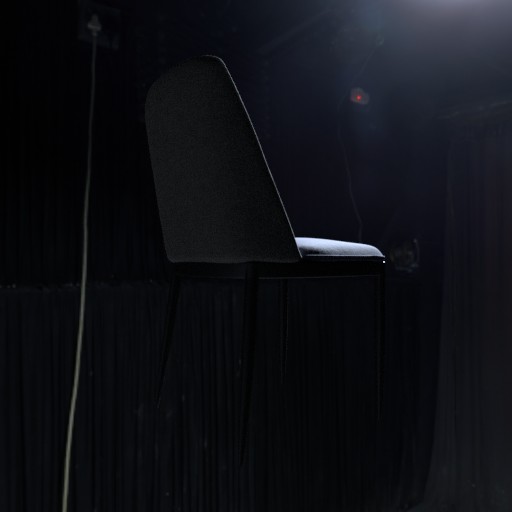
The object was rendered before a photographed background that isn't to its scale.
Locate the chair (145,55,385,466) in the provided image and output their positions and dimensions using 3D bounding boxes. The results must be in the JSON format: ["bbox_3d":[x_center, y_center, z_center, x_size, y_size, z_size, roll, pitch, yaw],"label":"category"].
[{"bbox_3d":[0.000,0.000,1.180,0.550,0.855,0.488,0,-1,-36],"label":"chair"}]
